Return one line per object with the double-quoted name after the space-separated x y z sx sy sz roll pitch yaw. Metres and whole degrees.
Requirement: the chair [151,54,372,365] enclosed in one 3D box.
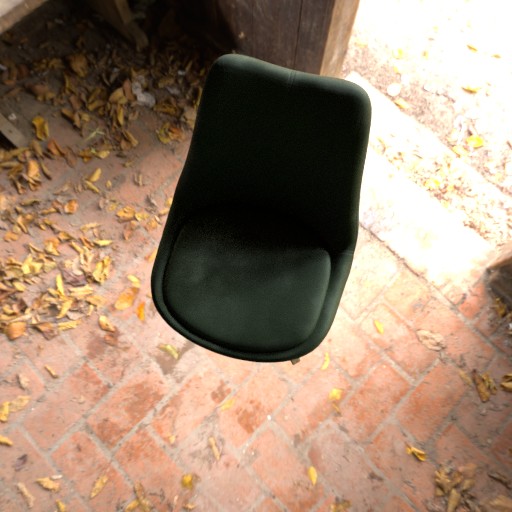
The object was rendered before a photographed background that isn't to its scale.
0.000 0.000 1.187 0.483 0.865 0.547 16 76 4 "chair"
